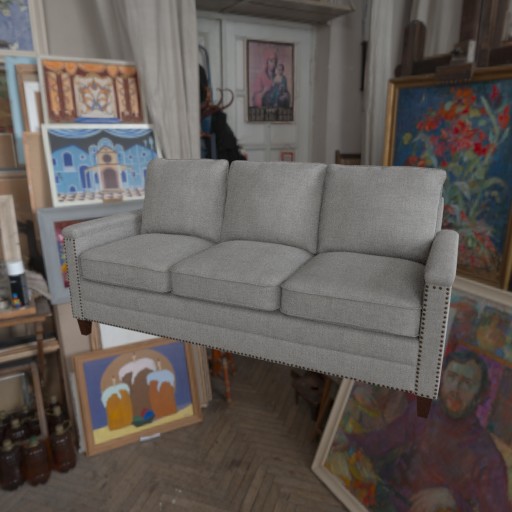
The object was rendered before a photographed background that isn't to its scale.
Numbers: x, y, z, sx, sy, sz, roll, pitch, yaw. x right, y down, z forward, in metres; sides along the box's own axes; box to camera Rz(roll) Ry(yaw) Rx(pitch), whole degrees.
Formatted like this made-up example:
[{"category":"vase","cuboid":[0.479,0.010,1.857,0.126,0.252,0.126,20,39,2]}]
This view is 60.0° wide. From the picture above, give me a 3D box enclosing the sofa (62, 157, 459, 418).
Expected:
[{"category":"sofa","cuboid":[0.000,0.000,2.345,1.925,0.959,0.828,7,17,24]}]
